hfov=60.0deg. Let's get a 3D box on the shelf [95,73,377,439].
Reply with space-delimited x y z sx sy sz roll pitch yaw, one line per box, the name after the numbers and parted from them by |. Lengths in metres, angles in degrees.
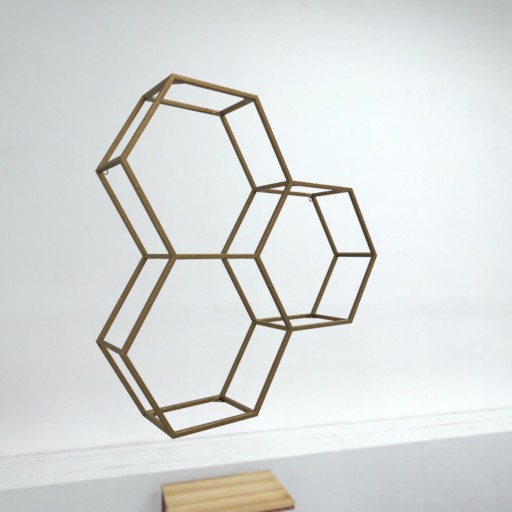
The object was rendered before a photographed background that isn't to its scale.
0.000 0.000 1.058 0.708 0.701 0.150 0 1 -36 | shelf
